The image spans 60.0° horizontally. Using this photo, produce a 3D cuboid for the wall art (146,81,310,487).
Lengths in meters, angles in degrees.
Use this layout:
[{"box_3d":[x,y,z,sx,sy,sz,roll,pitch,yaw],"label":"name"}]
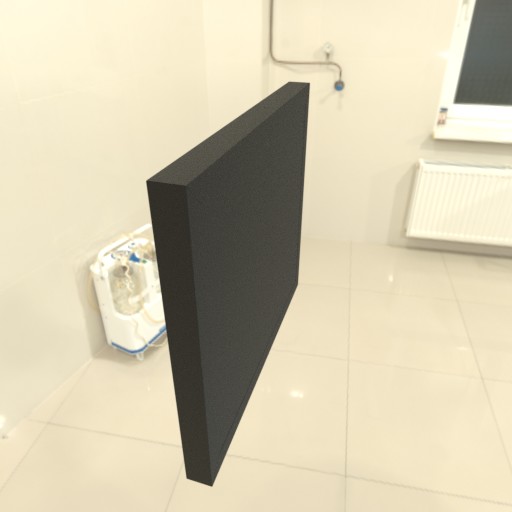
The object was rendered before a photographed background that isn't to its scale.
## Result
[{"box_3d":[0.000,0.000,0.529,0.029,0.330,0.381,10,32,15],"label":"wall art"}]
